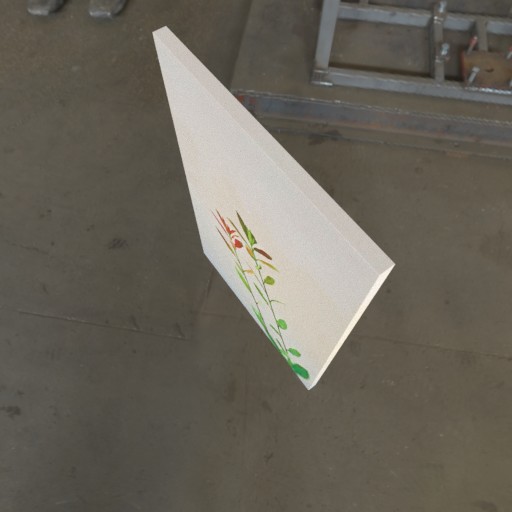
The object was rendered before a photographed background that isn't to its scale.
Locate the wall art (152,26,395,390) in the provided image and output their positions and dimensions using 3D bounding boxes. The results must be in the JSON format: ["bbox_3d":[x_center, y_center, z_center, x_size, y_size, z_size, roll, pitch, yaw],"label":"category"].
[{"bbox_3d":[0.000,0.000,1.409,0.038,1.143,0.764,-33,68,-15],"label":"wall art"}]
